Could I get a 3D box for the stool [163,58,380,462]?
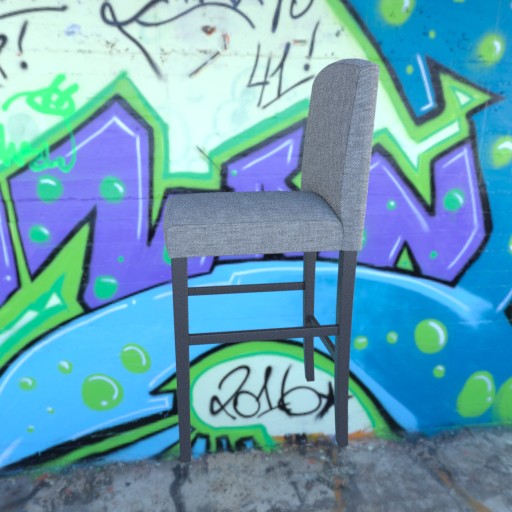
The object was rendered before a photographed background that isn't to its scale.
[{"bbox_3d":[0.000,0.000,1.385,0.552,1.138,0.451,-2,16,-8],"label":"stool"}]
